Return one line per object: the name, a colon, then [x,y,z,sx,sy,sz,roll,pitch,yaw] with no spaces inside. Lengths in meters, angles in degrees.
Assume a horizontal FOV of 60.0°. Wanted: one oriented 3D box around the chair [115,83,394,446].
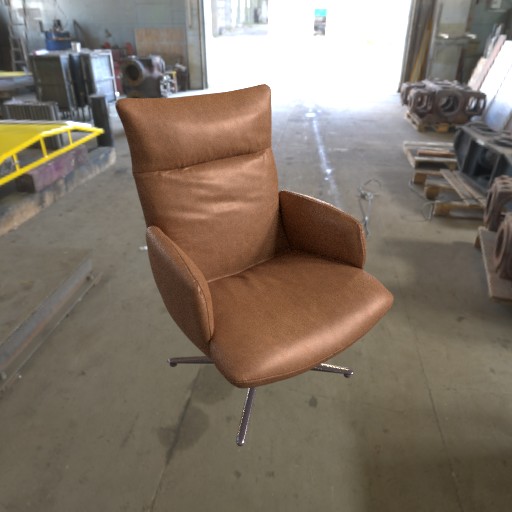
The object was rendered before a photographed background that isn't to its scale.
chair: [0.000,0.000,1.554,0.711,1.027,0.794,-20,34,-32]
